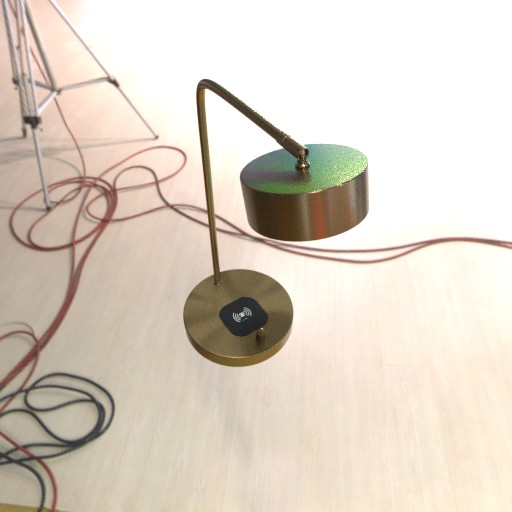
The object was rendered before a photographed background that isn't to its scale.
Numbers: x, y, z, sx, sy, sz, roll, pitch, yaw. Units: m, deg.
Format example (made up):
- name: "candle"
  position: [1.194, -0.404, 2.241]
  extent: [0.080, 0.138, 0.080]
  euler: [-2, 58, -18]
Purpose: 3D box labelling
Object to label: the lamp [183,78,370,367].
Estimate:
- name: "lamp"
  position: [0.000, 0.000, 0.540]
  extent: [0.171, 0.380, 0.270]
  euler: [-25, 51, -22]
